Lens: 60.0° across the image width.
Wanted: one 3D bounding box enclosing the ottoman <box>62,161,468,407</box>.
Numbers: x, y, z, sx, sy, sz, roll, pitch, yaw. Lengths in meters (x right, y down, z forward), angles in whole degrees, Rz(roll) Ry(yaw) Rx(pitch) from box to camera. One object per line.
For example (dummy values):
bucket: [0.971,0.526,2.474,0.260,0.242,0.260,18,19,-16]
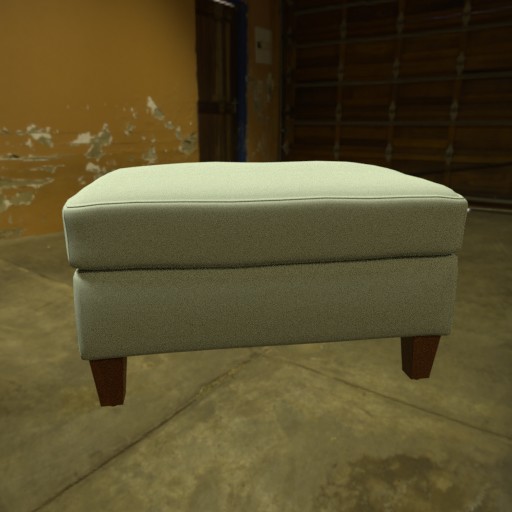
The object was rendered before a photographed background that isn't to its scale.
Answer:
ottoman: [0.000,0.000,1.193,0.818,0.496,0.634,-2,16,-8]
